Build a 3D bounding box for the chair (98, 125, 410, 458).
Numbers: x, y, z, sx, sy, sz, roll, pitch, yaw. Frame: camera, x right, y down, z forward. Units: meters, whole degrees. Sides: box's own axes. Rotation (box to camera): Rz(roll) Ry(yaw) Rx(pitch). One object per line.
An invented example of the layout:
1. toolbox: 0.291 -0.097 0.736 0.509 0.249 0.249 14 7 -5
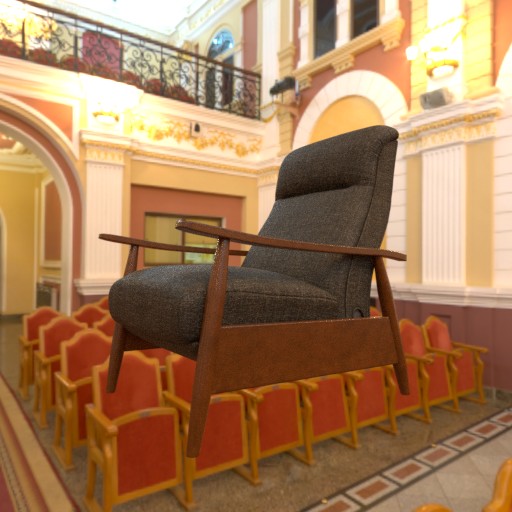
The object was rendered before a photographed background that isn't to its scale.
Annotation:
1. chair: 0.000 0.000 1.754 1.014 1.082 0.762 0 -1 -36
